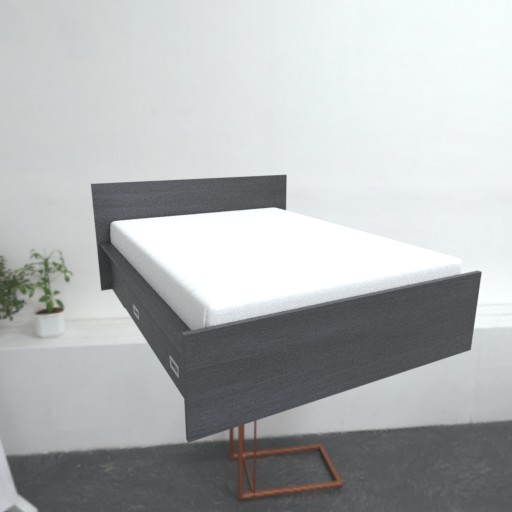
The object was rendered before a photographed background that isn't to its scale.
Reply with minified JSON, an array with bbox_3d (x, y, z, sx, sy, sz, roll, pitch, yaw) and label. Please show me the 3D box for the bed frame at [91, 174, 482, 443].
[{"bbox_3d":[0.000,0.000,2.789,1.622,0.800,1.960,-8,17,-27],"label":"bed frame"}]
